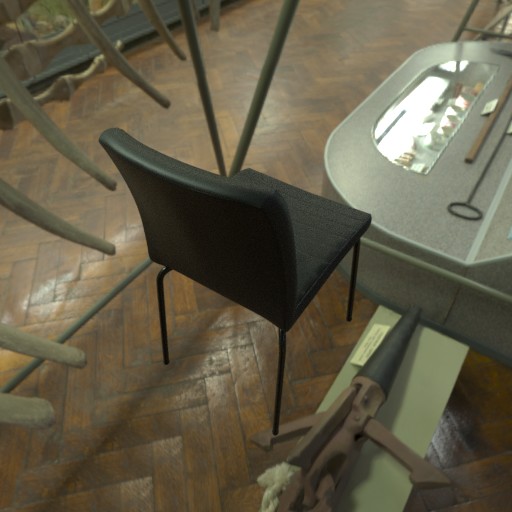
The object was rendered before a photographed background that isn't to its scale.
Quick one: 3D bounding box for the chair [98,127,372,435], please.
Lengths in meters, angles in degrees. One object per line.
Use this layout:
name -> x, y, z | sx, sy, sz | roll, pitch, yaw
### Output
chair -> 0.000, 0.000, 1.191 | 0.450, 0.872, 0.572 | 25, 50, 23
